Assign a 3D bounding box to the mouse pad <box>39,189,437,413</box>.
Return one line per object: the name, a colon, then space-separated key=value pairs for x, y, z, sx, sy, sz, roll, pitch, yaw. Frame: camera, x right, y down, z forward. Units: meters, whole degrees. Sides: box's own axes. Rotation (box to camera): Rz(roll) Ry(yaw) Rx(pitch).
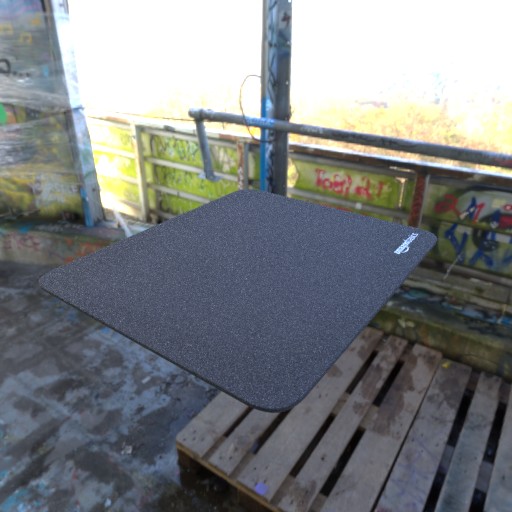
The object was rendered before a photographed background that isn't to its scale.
mouse pad: x=0.000 y=0.000 z=0.342 sx=0.211 sy=0.002 sz=0.249 roll=19 pitch=33 yaw=32
